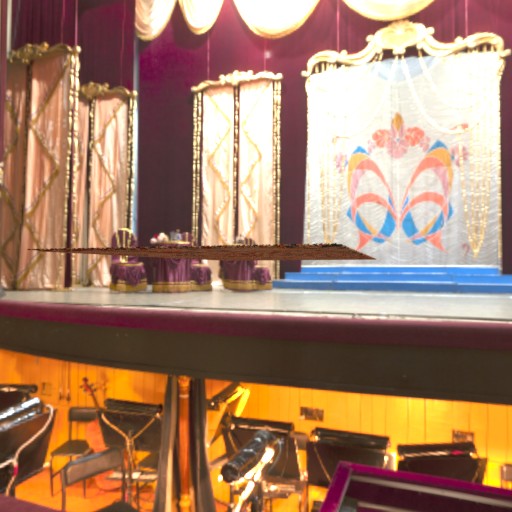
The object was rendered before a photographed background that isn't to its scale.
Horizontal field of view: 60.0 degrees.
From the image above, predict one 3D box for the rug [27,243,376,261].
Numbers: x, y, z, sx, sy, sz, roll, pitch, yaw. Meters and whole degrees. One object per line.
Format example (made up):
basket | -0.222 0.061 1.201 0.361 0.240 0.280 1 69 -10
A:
rug | 0.000 0.000 3.151 1.523 0.010 2.584 -1 -2 18
